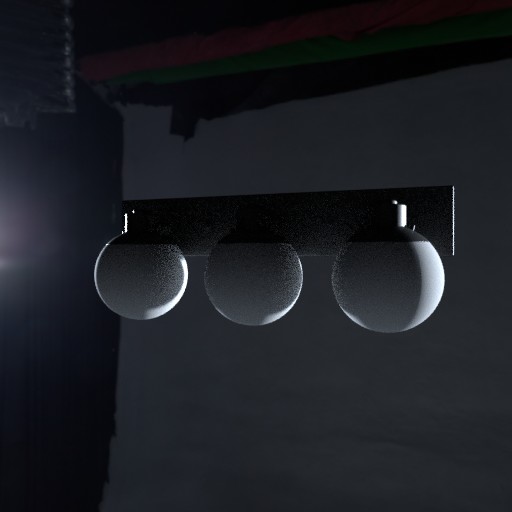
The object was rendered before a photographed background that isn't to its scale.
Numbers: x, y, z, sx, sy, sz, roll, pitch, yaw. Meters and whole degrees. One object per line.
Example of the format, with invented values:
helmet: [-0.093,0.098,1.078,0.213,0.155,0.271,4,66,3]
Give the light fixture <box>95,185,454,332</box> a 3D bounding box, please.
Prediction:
light fixture: [0.000,0.000,0.861,0.721,0.263,0.218,0,0,18]
